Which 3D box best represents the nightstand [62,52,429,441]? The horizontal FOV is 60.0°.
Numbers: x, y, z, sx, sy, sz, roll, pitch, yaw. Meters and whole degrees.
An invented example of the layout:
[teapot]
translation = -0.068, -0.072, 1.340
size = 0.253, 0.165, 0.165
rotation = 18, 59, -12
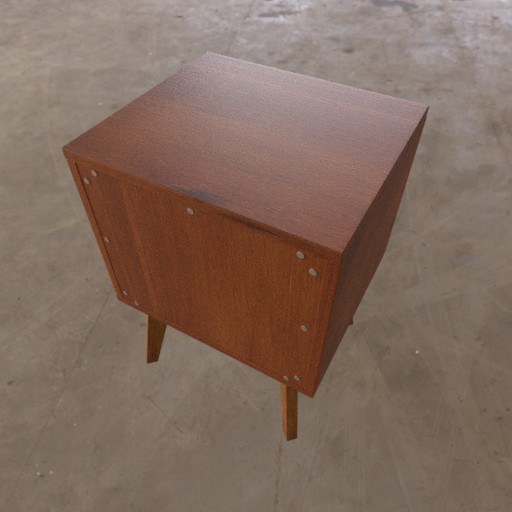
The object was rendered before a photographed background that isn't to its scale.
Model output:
[nightstand]
translation = 0.000, 0.000, 0.945
size = 0.460, 0.618, 0.411
rotation = 22, 51, 19
